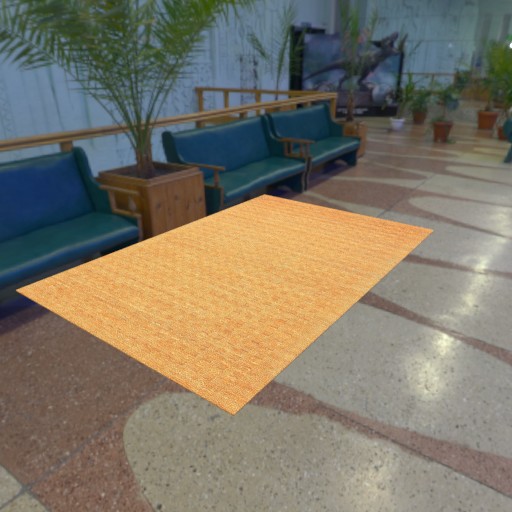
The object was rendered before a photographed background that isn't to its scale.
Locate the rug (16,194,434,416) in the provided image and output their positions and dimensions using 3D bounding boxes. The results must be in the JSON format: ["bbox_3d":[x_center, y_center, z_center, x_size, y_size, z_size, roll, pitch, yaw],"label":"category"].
[{"bbox_3d":[0.000,0.000,2.807,1.524,0.006,2.285,17,29,33],"label":"rug"}]
